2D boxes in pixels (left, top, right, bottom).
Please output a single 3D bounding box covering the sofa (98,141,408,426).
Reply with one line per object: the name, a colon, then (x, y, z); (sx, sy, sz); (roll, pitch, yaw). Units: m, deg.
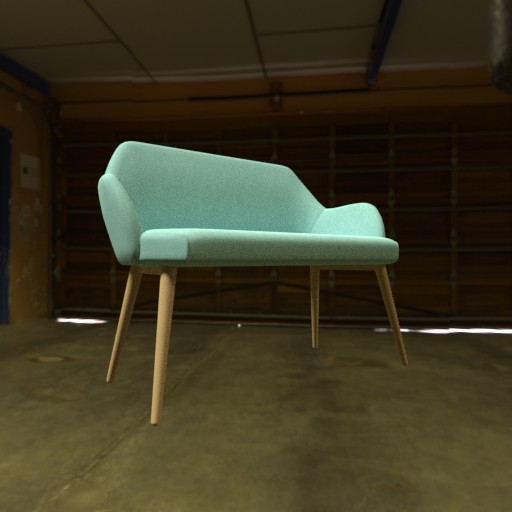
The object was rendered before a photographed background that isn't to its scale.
sofa: (0.000, 0.000, 1.612); (1.150, 0.840, 0.610); (0, 0, -37)
